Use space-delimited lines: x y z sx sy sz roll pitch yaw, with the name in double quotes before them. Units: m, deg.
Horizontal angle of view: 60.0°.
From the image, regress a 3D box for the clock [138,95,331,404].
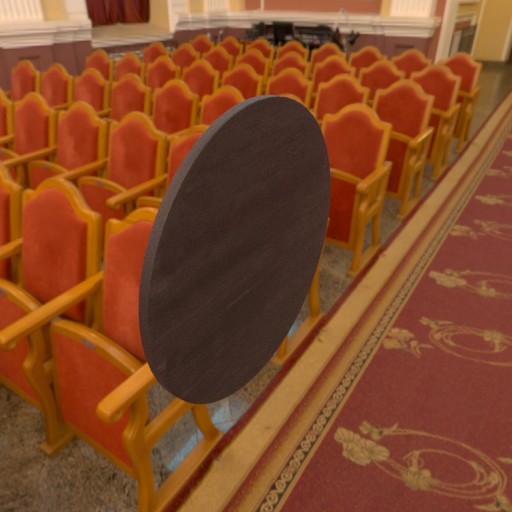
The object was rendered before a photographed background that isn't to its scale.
"clock" 0.000 0.000 0.868 0.029 0.595 0.595 19 35 29
